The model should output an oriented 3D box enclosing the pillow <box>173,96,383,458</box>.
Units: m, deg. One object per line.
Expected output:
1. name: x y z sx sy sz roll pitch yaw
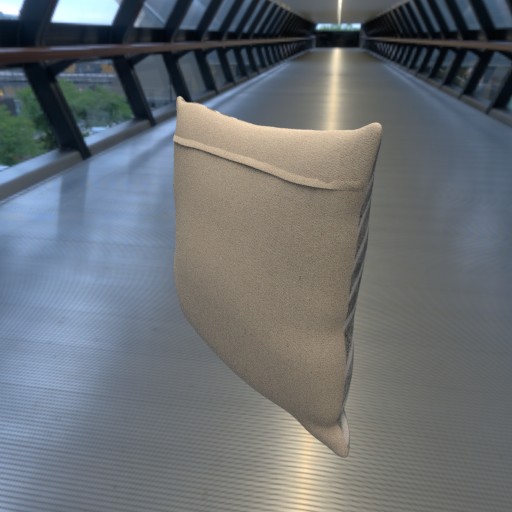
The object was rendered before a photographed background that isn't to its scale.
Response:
1. pillow: 0.000 0.000 0.674 0.182 0.441 0.440 -17 30 -32
